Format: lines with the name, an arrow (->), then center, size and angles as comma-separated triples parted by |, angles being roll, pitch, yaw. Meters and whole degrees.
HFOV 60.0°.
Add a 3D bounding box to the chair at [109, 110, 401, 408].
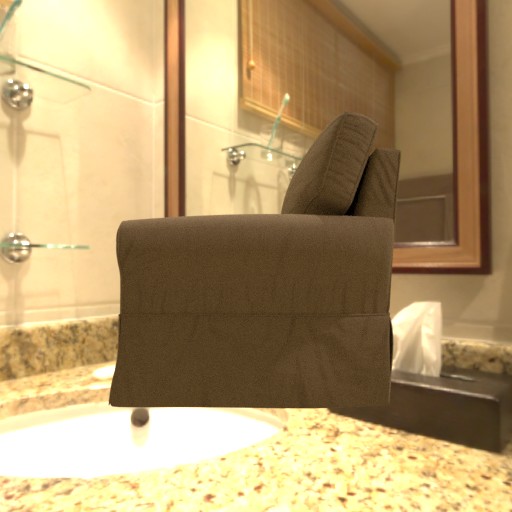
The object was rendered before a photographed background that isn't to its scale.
chair -> 0.000, 0.000, 1.950 | 0.988, 1.017, 1.135 | 0, -1, 0
